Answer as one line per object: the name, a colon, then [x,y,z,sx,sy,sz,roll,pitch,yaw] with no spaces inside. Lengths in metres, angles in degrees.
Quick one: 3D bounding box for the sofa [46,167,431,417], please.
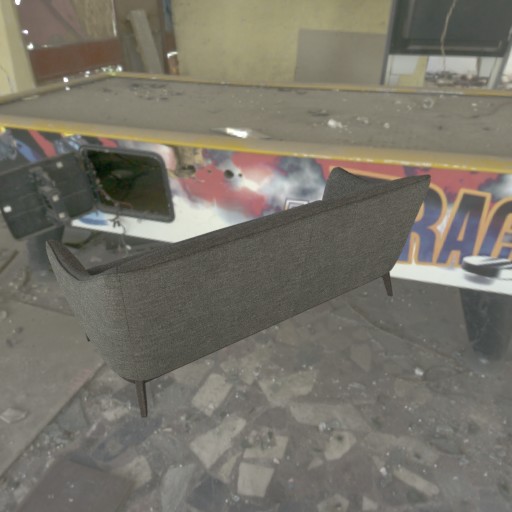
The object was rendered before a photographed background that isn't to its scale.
sofa: [0.000,0.000,2.415,1.928,0.829,0.867,-19,35,-29]
